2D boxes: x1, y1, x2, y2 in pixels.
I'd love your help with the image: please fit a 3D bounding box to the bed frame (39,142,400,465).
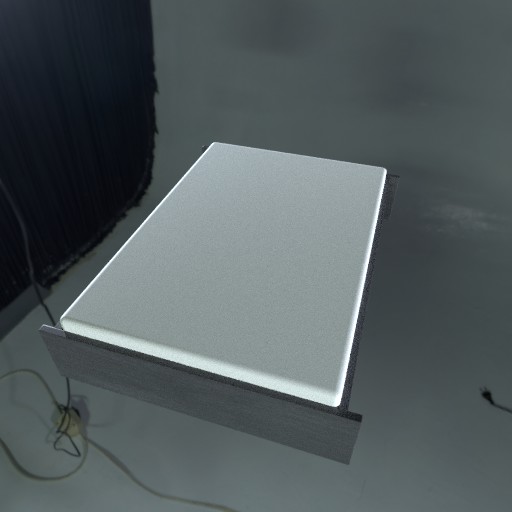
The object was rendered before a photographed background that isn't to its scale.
[{"bbox_3d":[0.000,0.000,2.679,1.490,0.432,1.950,12,42,14],"label":"bed frame"}]
